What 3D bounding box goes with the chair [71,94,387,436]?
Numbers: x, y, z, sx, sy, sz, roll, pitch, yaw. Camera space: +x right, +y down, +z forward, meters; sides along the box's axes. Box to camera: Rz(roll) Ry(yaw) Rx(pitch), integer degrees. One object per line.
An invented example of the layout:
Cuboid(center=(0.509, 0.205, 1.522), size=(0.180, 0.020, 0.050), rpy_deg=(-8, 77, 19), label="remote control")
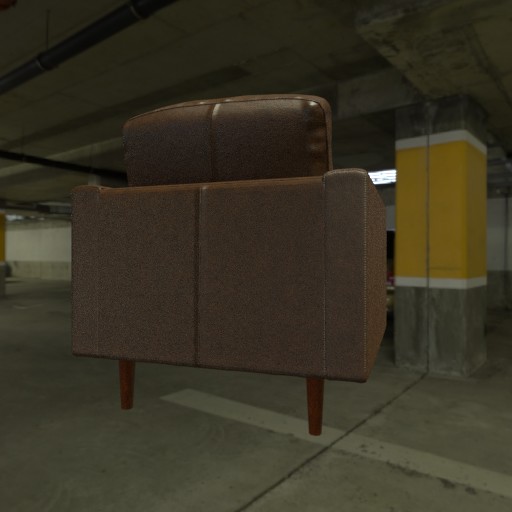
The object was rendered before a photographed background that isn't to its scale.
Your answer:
Cuboid(center=(0.000, 0.000, 1.639), size=(0.890, 0.956, 0.909), rpy_deg=(0, 0, 19), label="chair")
